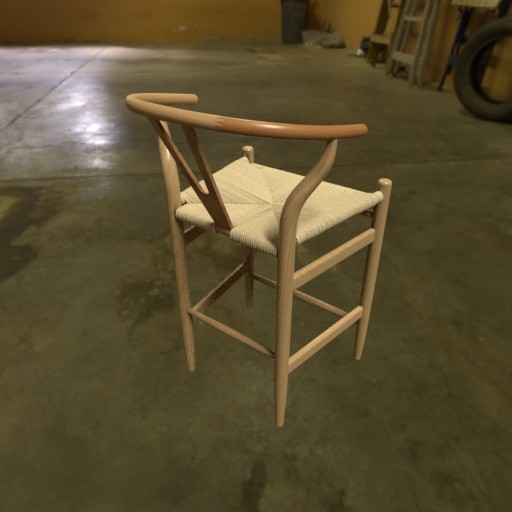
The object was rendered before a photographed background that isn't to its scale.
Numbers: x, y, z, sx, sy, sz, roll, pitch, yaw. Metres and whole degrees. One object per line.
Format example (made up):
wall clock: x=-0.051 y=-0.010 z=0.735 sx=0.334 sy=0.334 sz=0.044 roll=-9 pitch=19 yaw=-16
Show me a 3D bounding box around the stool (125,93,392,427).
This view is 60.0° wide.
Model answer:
stool: x=0.000 y=0.000 z=1.262 sx=0.536 sy=0.923 sz=0.575 roll=22 pitch=37 yaw=31
